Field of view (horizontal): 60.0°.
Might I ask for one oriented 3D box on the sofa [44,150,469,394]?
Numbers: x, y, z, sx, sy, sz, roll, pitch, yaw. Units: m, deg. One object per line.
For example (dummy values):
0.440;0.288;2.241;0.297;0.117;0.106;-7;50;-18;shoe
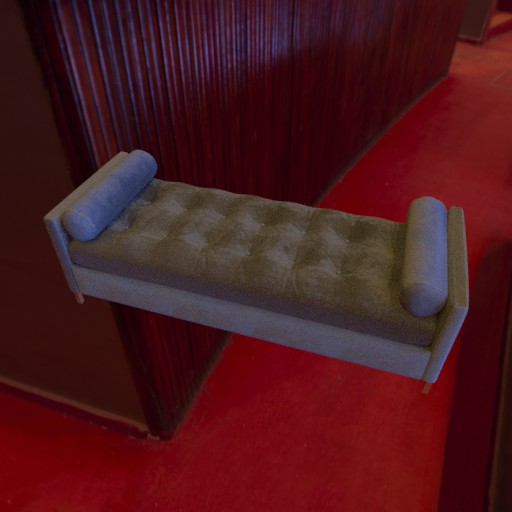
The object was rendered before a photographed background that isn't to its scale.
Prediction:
0.000;0.000;2.516;2.102;0.705;0.796;12;42;13;sofa
